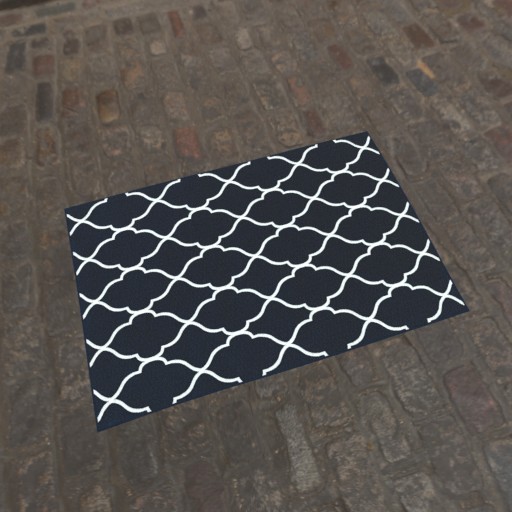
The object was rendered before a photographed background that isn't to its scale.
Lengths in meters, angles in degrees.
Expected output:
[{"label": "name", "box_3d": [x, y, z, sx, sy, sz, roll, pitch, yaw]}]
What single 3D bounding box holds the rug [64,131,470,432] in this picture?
[{"label": "rug", "box_3d": [0.000, 0.000, 2.891, 2.294, 0.014, 1.528, -16, 64, -8]}]
